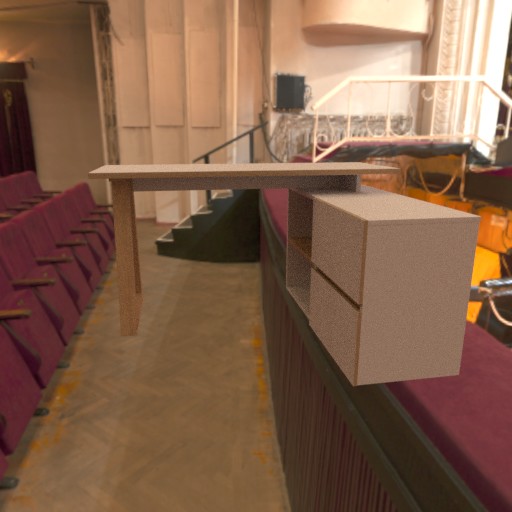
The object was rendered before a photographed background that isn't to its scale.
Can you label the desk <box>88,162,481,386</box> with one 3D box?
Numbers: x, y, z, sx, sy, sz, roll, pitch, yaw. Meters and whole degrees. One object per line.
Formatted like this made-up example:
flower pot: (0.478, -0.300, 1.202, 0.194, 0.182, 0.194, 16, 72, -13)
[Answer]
desk: (0.000, 0.000, 2.013, 1.404, 0.755, 1.098, -3, 16, -10)
